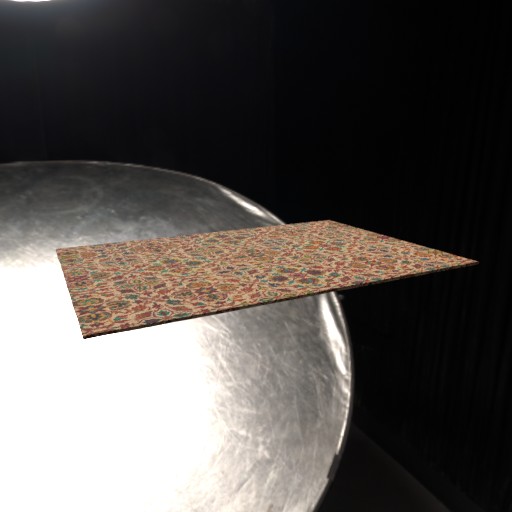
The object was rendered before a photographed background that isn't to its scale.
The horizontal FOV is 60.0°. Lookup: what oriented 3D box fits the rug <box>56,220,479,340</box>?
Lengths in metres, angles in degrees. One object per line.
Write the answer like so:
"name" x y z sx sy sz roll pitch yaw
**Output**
"rug" 0.000 0.000 2.878 2.297 0.018 1.541 -8 17 -26
